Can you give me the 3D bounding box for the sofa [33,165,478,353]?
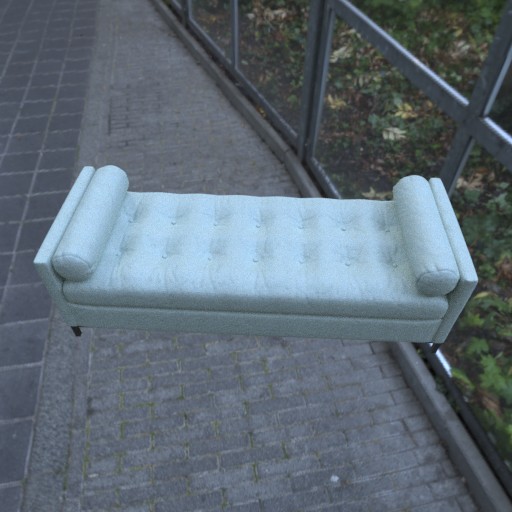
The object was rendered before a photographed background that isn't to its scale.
[{"bbox_3d":[0.000,0.000,2.521,2.102,0.705,0.796,2,47,2],"label":"sofa"}]
